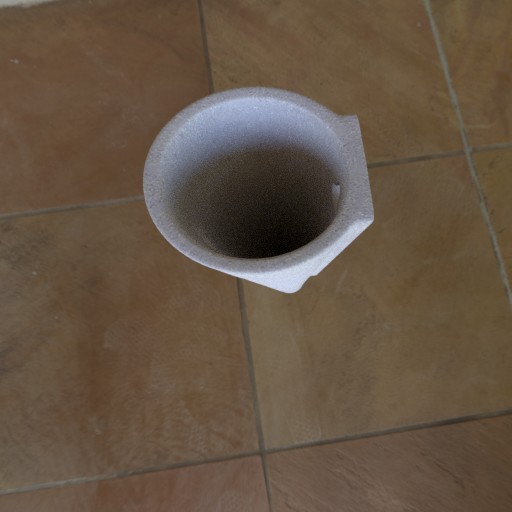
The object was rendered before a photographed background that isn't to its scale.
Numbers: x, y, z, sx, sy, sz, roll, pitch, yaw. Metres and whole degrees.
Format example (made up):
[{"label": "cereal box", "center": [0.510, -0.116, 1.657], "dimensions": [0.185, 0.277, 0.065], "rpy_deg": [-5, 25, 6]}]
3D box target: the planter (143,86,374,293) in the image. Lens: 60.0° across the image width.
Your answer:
[{"label": "planter", "center": [0.000, 0.000, 0.295], "dimensions": [0.087, 0.259, 0.078], "rpy_deg": [-5, 76, -1]}]
